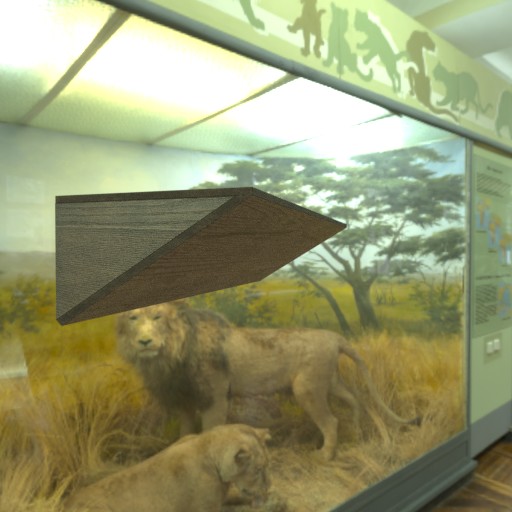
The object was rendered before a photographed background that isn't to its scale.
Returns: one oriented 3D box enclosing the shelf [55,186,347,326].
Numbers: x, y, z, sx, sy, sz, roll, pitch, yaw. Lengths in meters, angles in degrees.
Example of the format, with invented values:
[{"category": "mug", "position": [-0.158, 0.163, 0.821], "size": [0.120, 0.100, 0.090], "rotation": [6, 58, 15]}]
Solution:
[{"category": "shelf", "position": [0.000, 0.000, 0.682], "size": [0.200, 0.125, 0.610], "rotation": [0, 1, 19]}]
